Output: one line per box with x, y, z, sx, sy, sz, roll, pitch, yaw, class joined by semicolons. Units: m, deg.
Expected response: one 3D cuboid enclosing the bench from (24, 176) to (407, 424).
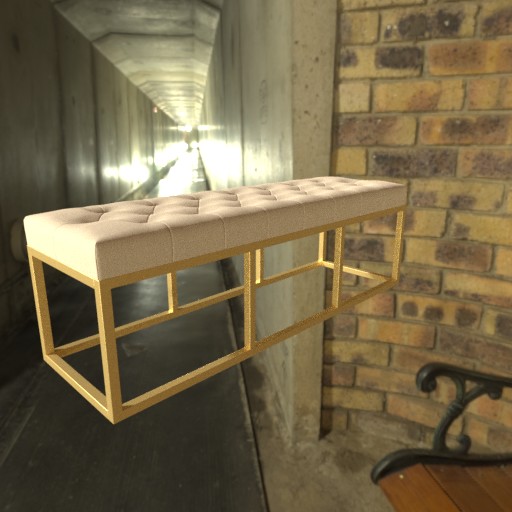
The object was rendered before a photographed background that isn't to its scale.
0.000;0.000;1.697;0.457;0.484;1.473;16;22;43;bench
